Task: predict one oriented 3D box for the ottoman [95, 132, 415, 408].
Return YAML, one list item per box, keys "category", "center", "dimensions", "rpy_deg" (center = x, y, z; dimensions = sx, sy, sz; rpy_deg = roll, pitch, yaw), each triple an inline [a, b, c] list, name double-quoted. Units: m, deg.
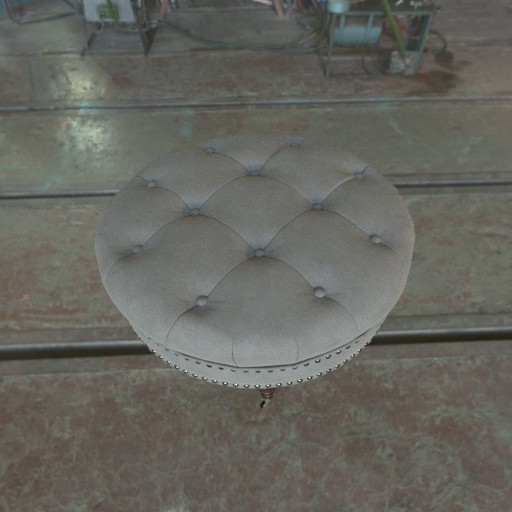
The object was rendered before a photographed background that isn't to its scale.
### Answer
- category: "ottoman"
  center: [0.000, 0.000, 1.378]
  dimensions: [0.901, 0.439, 0.901]
  rpy_deg: [0, 46, 0]
